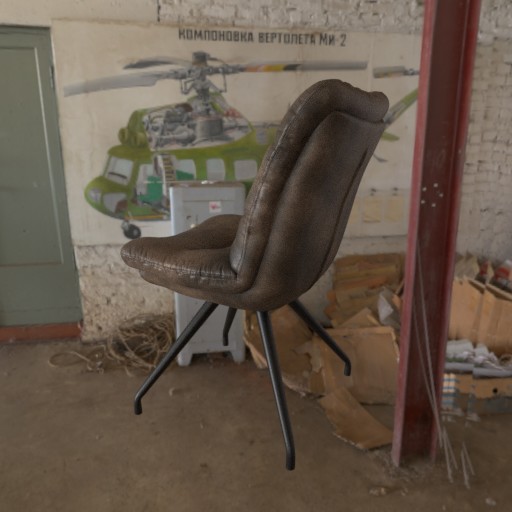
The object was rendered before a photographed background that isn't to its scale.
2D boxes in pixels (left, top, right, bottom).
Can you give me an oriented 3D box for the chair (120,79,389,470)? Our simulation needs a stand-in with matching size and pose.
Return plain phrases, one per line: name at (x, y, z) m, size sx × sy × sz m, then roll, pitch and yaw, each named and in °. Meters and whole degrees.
chair at (0.000, 0.000, 1.238) m, size 0.622 × 0.870 × 0.549 m, roll 8°, pitch 17°, yaw 26°
